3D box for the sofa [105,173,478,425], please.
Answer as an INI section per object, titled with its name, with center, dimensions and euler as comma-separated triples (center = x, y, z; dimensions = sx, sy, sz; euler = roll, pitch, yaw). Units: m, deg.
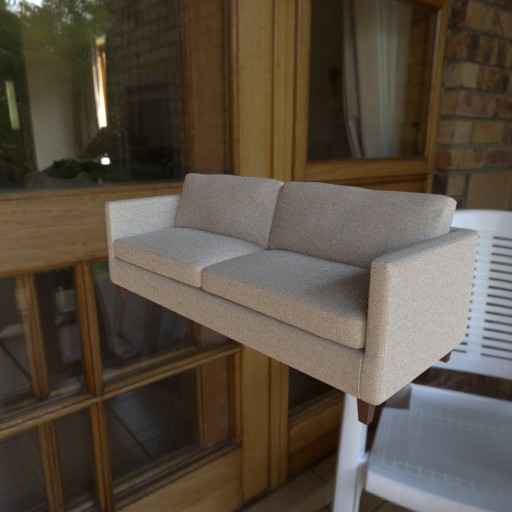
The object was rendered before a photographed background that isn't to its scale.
[sofa]
center = 0.000, 0.000, 2.913
dimensions = 0.951, 0.965, 2.434
euler = -14, 20, -42
